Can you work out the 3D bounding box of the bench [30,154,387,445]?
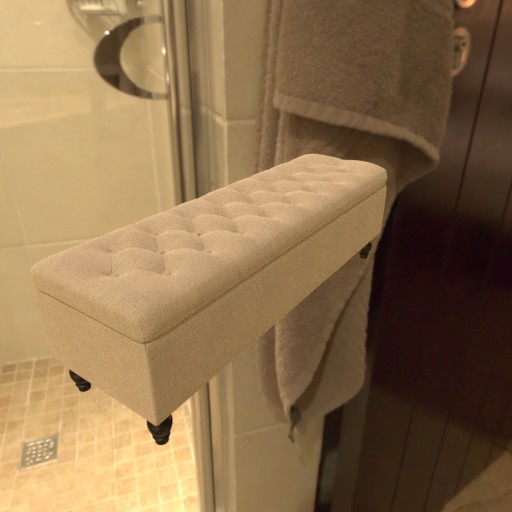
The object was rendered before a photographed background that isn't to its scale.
[{"bbox_3d":[0.000,0.000,1.683,0.455,0.467,1.480,18,32,31],"label":"bench"}]
